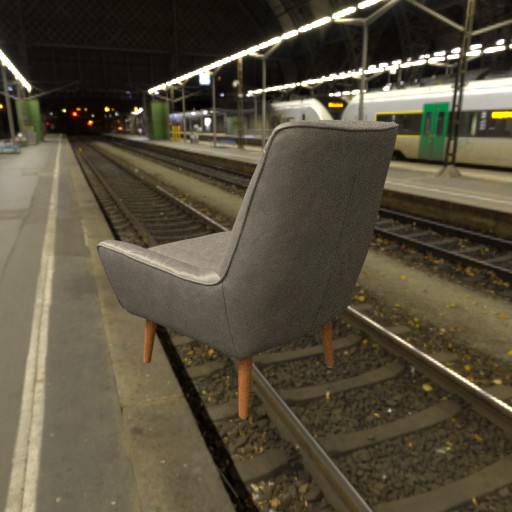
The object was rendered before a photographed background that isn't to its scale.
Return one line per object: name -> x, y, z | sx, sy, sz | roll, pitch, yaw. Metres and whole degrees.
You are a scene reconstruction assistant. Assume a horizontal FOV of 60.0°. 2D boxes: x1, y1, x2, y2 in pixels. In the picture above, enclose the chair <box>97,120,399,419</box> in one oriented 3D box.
chair -> 0.000, 0.000, 1.526 | 0.787, 0.888, 0.822 | -15, 22, -42
